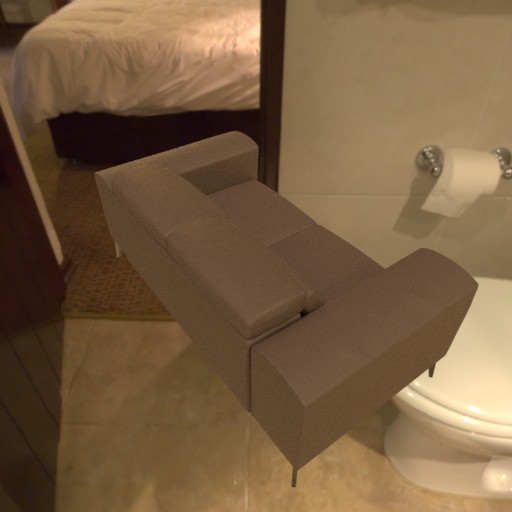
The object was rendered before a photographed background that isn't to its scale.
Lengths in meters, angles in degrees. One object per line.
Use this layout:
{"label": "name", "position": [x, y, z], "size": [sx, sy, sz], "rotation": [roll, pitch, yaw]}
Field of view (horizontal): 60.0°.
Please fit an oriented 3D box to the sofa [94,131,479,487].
{"label": "sofa", "position": [0.000, 0.000, 2.369], "size": [1.003, 0.779, 1.895], "rotation": [-25, 46, -27]}
